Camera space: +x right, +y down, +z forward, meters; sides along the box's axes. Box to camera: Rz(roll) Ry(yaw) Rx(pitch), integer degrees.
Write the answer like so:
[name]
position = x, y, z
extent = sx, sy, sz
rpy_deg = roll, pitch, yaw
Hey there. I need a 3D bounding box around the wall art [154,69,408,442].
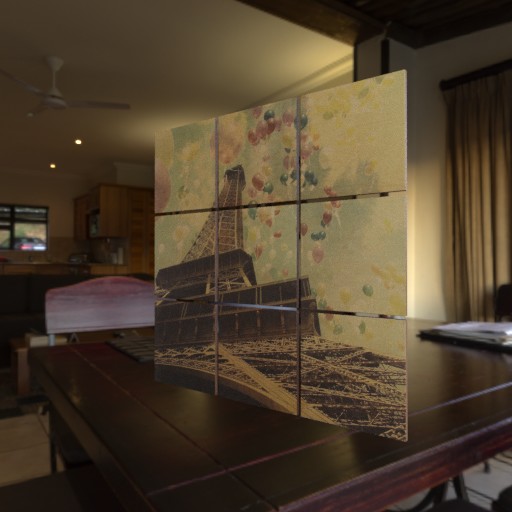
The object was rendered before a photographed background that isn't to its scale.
[wall art]
position = 0.000, 0.000, 1.861
extent = 1.256, 1.246, 0.017
rpy_deg = 0, -1, 37
